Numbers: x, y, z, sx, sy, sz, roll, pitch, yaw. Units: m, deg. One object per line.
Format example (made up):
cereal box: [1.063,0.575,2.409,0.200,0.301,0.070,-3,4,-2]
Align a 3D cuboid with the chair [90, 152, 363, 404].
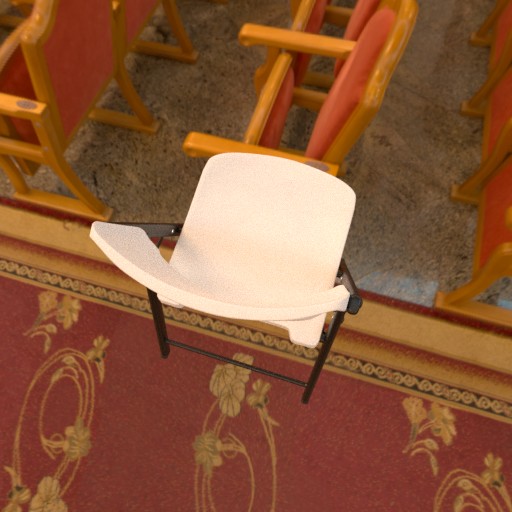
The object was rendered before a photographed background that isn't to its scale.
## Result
chair: [0.000,0.000,1.110,0.482,0.765,0.577,16,64,8]
